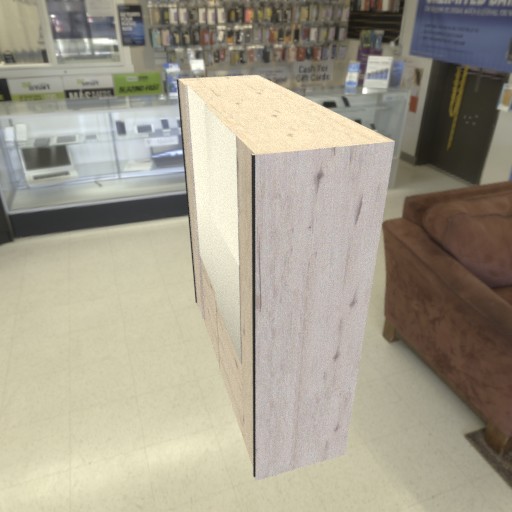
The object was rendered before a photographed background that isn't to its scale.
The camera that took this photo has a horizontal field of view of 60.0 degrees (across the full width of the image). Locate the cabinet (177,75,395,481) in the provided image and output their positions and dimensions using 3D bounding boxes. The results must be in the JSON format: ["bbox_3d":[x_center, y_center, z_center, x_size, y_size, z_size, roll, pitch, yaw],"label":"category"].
[{"bbox_3d":[0.000,0.000,3.249,0.660,2.180,2.000,-9,32,-15],"label":"cabinet"}]
